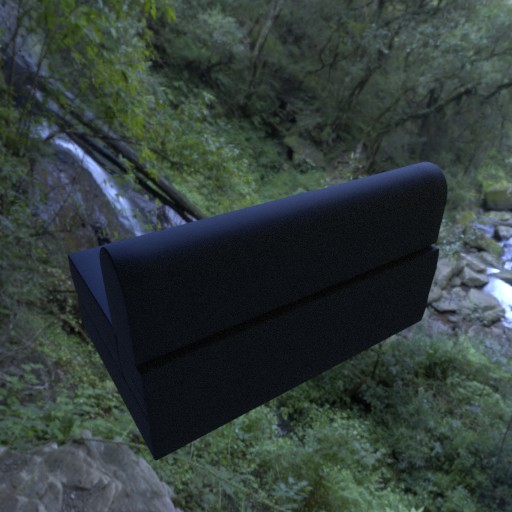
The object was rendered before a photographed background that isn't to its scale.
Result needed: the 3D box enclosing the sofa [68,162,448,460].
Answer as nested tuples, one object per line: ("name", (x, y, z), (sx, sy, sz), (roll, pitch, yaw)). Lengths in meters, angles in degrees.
("sofa", (0.000, 0.000, 1.689), (1.219, 0.660, 0.762), (-18, 34, -29))
